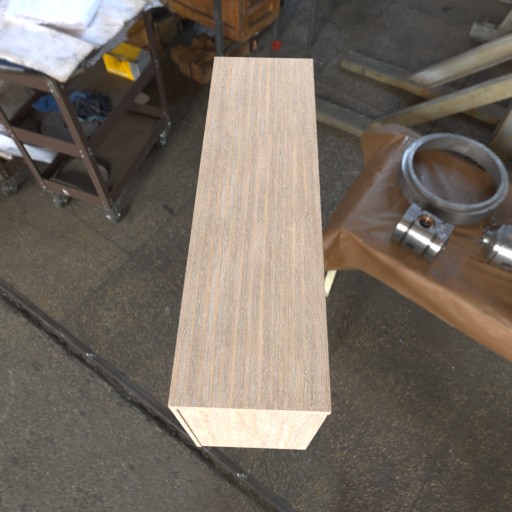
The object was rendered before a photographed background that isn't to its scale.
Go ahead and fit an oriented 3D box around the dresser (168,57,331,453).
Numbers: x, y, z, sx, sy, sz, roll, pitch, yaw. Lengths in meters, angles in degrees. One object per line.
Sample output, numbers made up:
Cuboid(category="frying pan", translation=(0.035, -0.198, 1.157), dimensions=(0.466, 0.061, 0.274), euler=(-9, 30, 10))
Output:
Cuboid(category="dresser", translation=(0.000, 0.000, 1.979), dimensions=(0.457, 0.914, 1.524), euler=(2, 59, 1))
